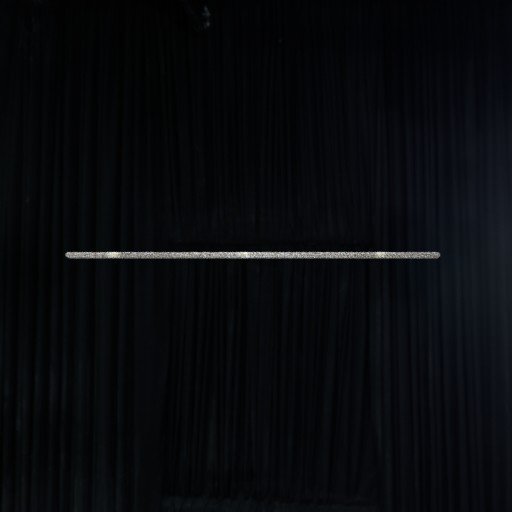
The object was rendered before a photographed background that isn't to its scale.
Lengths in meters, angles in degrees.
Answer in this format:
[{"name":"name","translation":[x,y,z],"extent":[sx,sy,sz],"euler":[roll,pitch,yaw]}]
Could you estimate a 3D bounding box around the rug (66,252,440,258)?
[{"name":"rug","translation":[0.000,0.000,2.928],"extent":[1.501,0.025,2.348],"euler":[0,0,1]}]
